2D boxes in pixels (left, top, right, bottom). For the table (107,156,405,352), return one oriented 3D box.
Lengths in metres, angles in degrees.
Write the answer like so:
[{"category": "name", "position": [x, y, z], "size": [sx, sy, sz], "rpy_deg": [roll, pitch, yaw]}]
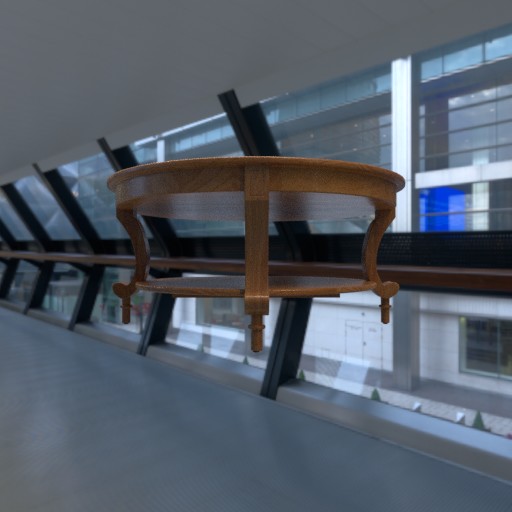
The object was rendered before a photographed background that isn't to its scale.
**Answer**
[{"category": "table", "position": [0.000, 0.000, 1.603], "size": [1.029, 0.490, 1.029], "rpy_deg": [0, 0, 0]}]
